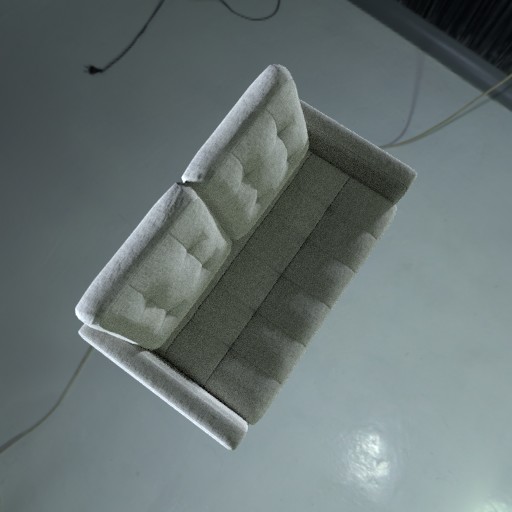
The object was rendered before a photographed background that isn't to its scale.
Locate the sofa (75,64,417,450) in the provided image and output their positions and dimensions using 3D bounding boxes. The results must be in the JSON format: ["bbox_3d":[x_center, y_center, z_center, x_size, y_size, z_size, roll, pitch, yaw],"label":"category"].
[{"bbox_3d":[0.000,0.000,1.975,0.842,0.907,1.407,34,79,8],"label":"sofa"}]
